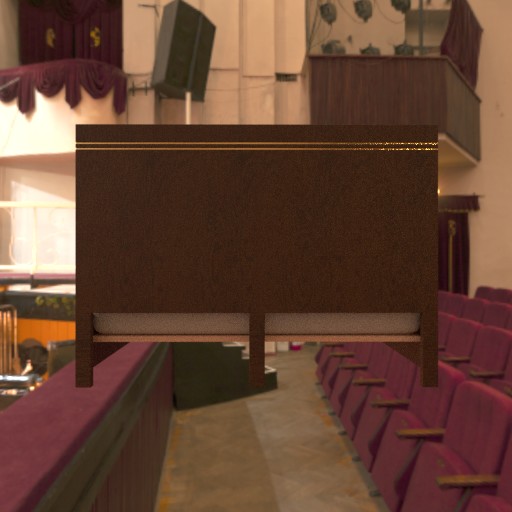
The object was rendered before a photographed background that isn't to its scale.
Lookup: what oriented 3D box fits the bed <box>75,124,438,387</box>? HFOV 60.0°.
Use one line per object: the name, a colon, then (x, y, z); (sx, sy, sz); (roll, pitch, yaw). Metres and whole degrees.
bed: (0.000, 0.000, 3.079); (1.613, 1.169, 2.221); (0, 0, 0)
